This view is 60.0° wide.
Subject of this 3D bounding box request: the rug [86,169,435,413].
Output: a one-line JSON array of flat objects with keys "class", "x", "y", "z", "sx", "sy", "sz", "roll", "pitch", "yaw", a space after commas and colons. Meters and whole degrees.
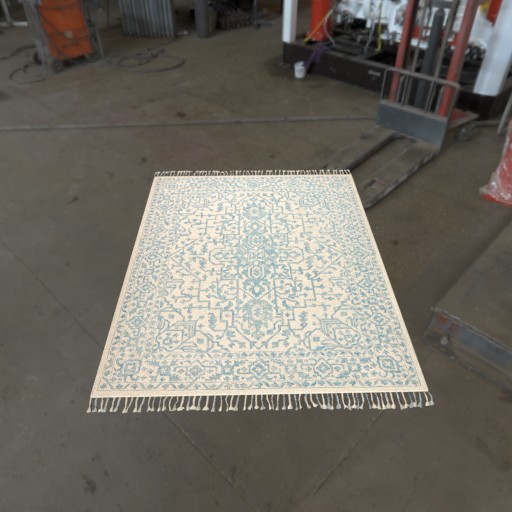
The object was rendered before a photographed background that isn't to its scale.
[{"class": "rug", "x": 0.000, "y": 0.000, "z": 4.345, "sx": 2.464, "sy": 0.010, "sz": 3.327, "roll": -1, "pitch": 41, "yaw": -1}]
